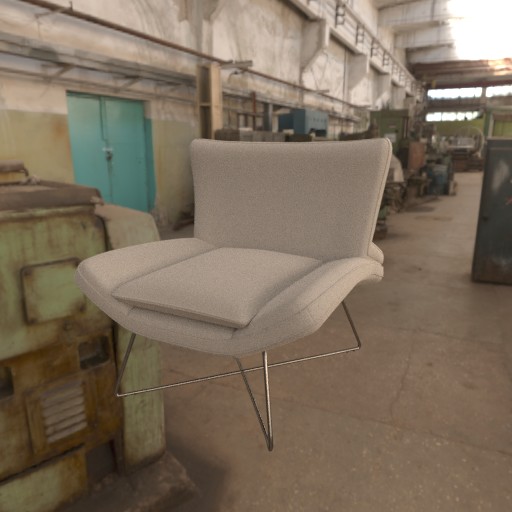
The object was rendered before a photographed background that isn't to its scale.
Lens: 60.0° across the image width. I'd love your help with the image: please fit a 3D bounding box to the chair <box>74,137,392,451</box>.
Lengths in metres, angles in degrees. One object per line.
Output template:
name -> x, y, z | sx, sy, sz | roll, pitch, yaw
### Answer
chair -> 0.000, 0.000, 1.659 | 0.859, 0.855, 1.008 | 7, 16, 27
